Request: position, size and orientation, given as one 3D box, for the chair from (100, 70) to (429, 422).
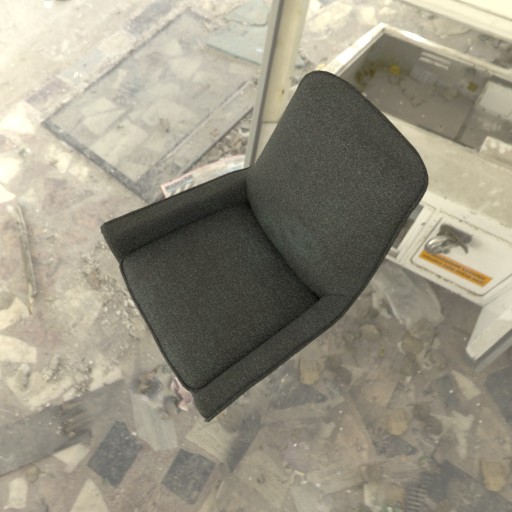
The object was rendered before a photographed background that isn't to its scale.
[{"bbox_3d":[0.000,0.000,1.516,0.859,0.883,0.763,-30,68,-13],"label":"chair"}]
